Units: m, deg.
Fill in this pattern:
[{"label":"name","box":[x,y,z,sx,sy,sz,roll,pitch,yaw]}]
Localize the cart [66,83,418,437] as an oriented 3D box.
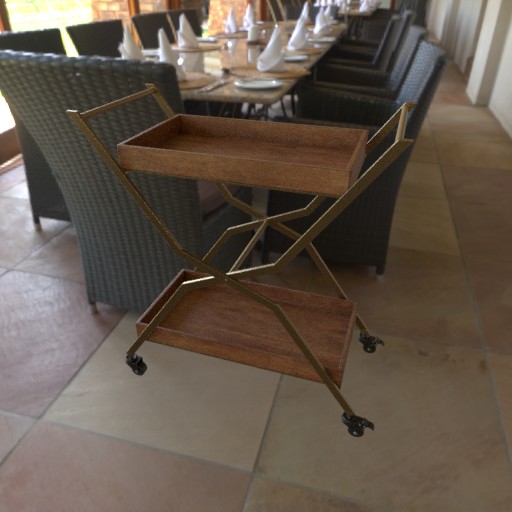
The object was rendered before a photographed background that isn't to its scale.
[{"label":"cart","box":[0.000,0.000,1.327,0.836,0.869,0.405,10,33,16]}]
